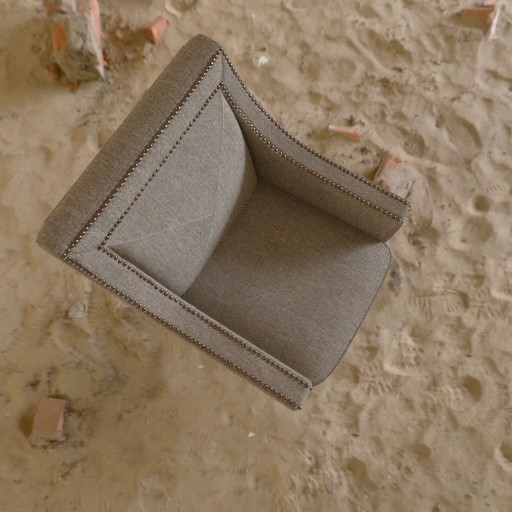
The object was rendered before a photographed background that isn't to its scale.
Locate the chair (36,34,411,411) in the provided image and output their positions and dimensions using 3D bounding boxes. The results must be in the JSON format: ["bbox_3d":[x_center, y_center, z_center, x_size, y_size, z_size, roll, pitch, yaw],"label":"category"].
[{"bbox_3d":[0.000,0.000,1.597,0.884,0.967,0.776,30,76,8],"label":"chair"}]
